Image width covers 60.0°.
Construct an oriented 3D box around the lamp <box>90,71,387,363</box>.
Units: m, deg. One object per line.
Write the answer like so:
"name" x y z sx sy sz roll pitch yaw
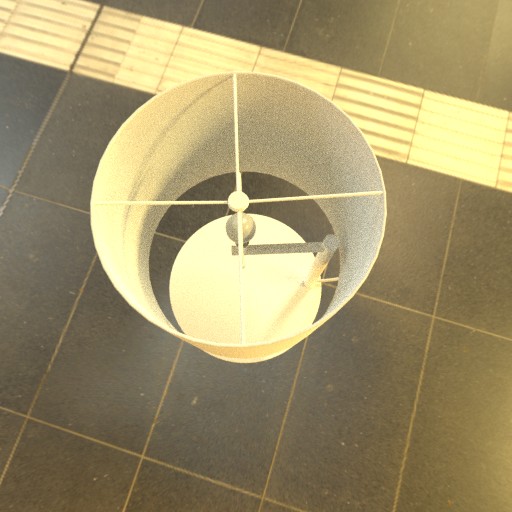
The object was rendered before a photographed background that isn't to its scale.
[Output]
"lamp" 0.000 0.000 0.667 0.341 0.454 0.299 -2 75 -1
